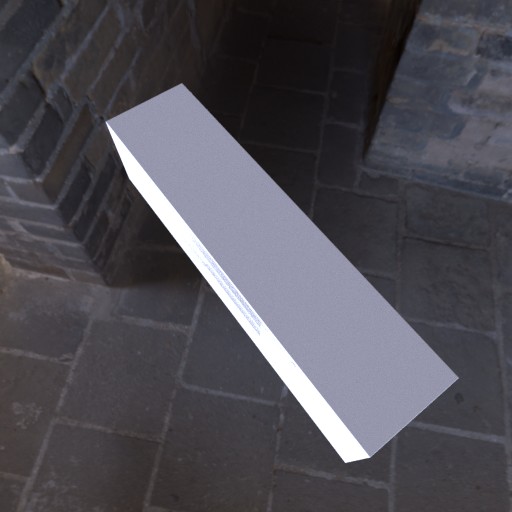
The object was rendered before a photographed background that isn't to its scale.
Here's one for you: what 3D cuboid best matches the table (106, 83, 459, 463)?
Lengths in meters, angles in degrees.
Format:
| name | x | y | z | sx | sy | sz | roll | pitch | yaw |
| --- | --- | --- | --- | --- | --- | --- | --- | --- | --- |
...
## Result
| name | x | y | z | sx | sy | sz | roll | pitch | yaw |
| --- | --- | --- | --- | --- | --- | --- | --- | --- | --- |
| table | 0.000 | 0.000 | 1.853 | 0.390 | 0.420 | 1.650 | -34 | 68 | -16 |
